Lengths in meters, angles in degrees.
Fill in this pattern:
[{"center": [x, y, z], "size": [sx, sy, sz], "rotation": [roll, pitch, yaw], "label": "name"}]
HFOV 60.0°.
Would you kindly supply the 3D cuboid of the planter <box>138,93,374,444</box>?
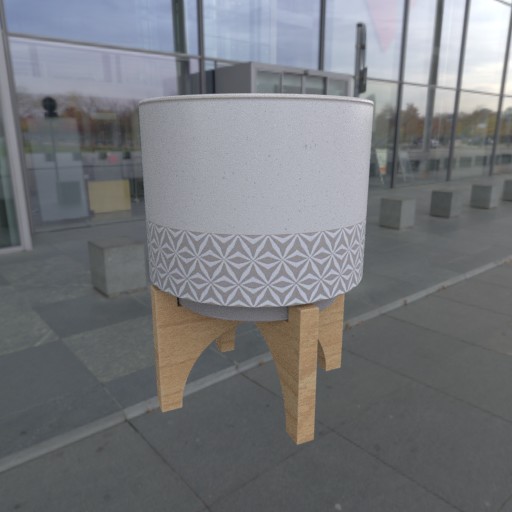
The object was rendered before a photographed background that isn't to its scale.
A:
[{"center": [0.000, 0.000, 0.527], "size": [0.249, 0.343, 0.249], "rotation": [0, 15, 0], "label": "planter"}]
